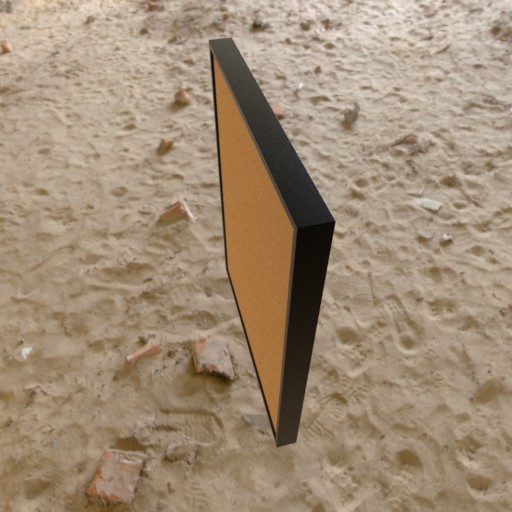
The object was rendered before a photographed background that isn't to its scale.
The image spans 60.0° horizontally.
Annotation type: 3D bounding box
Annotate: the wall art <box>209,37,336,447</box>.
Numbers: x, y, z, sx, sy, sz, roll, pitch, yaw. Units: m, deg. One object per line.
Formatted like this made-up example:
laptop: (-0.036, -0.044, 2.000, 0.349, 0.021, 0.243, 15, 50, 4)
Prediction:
wall art: (0.000, 0.000, 0.763, 0.039, 0.553, 0.451, -11, 48, -10)
